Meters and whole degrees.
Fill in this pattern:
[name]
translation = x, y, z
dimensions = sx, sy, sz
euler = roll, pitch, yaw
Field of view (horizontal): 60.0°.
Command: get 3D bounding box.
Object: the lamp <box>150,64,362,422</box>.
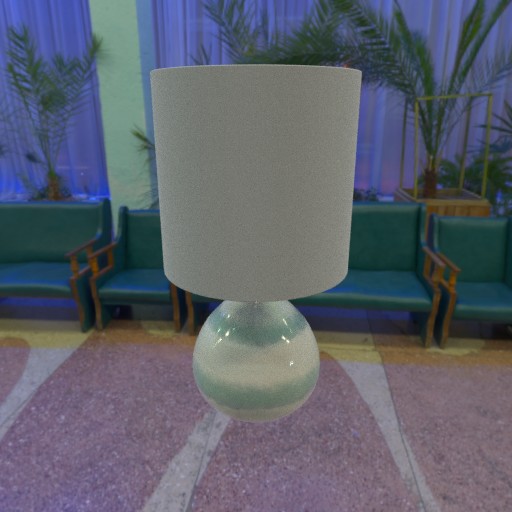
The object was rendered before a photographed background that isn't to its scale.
[lamp]
translation = 0.000, 0.000, 0.529
dimensions = 0.217, 0.404, 0.217
euler = 3, 19, 8
